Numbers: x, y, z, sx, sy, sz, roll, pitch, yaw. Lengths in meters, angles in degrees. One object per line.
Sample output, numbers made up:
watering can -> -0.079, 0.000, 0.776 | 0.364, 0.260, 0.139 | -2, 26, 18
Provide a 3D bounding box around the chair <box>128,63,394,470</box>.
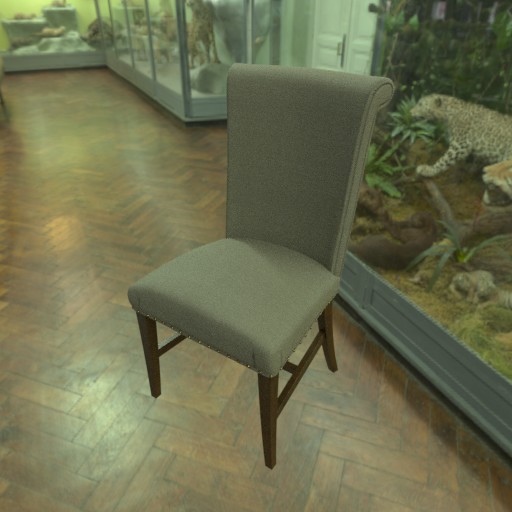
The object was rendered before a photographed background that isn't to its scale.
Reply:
chair -> 0.000, 0.000, 1.332 | 0.513, 0.988, 0.608 | 19, 36, 29
